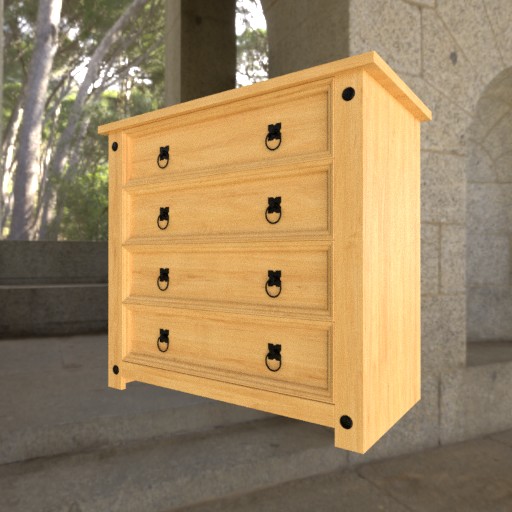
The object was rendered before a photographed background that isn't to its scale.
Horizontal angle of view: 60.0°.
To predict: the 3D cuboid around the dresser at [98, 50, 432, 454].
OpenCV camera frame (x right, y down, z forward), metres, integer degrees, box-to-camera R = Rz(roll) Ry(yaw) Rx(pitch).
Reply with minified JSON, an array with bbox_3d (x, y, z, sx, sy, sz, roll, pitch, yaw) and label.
[{"bbox_3d":[0.000,0.000,1.184,0.800,0.730,0.410,0,0,35],"label":"dresser"}]
